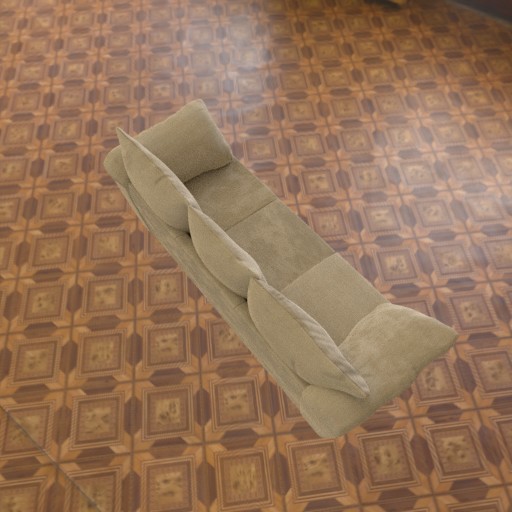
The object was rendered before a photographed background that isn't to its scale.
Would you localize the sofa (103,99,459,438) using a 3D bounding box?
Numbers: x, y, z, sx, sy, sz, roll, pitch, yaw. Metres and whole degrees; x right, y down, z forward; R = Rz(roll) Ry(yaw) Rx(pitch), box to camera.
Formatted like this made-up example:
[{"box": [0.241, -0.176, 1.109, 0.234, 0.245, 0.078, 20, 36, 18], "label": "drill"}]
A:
[{"box": [0.000, 0.000, 2.880, 0.893, 0.981, 2.377, -35, 65, -19], "label": "sofa"}]
